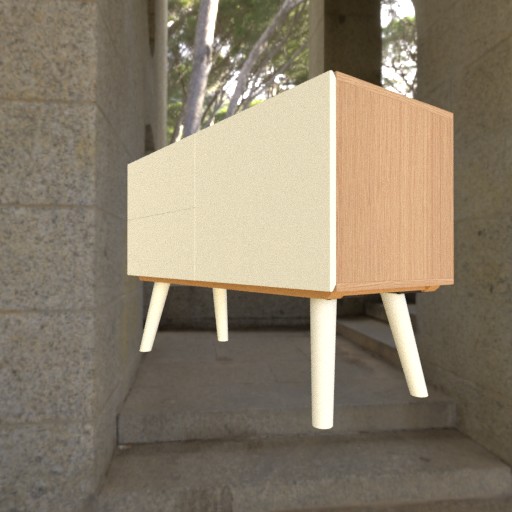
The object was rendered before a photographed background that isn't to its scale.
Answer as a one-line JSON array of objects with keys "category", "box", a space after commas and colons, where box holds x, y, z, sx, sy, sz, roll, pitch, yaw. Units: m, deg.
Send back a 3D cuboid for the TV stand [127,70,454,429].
[{"category": "TV stand", "box": [0.000, 0.000, 1.304, 0.407, 0.660, 0.991, 0, 0, -37]}]
